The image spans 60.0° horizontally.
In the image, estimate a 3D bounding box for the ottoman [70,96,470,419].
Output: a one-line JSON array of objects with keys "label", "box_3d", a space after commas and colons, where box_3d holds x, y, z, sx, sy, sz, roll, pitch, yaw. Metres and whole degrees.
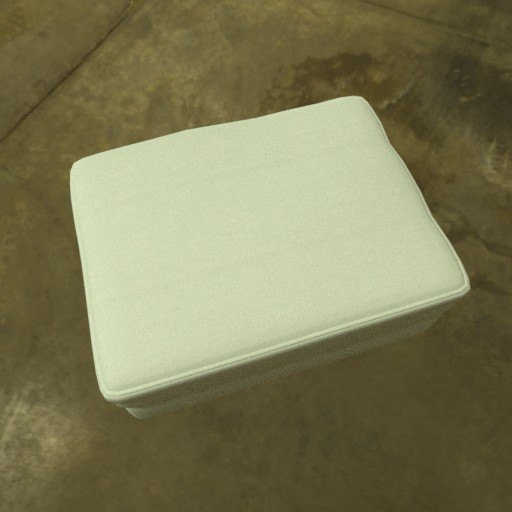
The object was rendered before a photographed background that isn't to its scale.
[{"label": "ottoman", "box_3d": [0.000, 0.000, 1.204, 0.818, 0.496, 0.634, -15, 64, -8]}]
